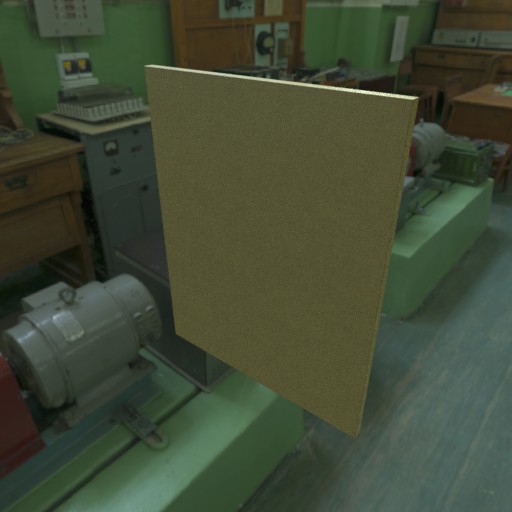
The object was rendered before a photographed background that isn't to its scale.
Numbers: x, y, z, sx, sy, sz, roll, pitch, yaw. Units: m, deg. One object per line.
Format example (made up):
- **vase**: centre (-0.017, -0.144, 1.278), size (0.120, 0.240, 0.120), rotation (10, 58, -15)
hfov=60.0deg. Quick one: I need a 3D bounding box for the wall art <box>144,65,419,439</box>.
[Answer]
- **wall art**: centre (0.000, 0.000, 1.333), size (0.798, 1.002, 0.030), rotation (22, 37, 32)
